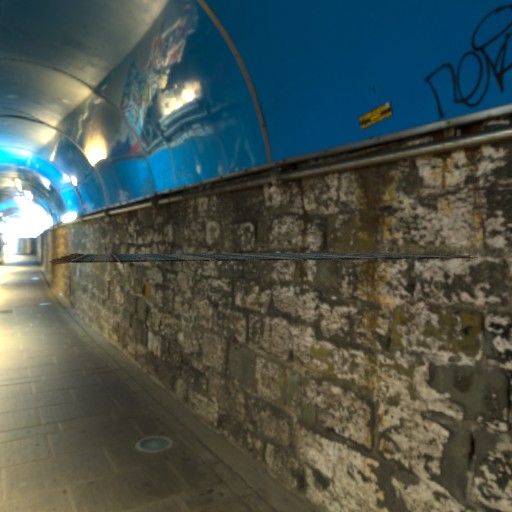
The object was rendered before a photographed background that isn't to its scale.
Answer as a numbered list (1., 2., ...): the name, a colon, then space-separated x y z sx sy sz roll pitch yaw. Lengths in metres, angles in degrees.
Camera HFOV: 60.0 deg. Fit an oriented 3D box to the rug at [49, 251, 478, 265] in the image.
1. rug: 0.000 0.000 2.422 1.936 0.028 1.181 0 2 -18
